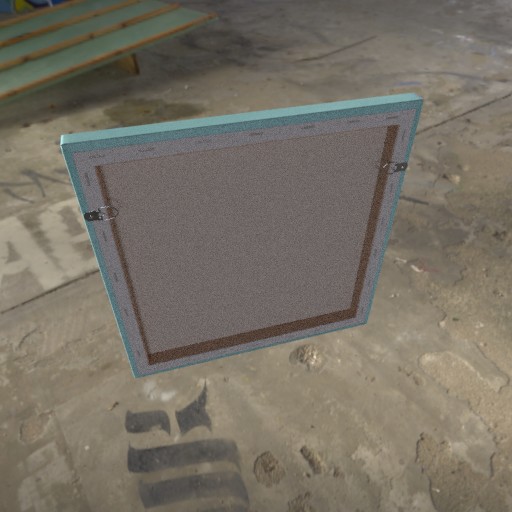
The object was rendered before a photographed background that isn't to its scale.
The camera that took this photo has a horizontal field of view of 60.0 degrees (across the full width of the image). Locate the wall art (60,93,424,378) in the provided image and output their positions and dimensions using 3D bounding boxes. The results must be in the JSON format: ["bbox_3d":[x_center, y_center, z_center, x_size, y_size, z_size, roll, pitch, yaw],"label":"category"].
[{"bbox_3d":[0.000,0.000,1.631,1.071,1.073,0.070,-11,43,-12],"label":"wall art"}]
